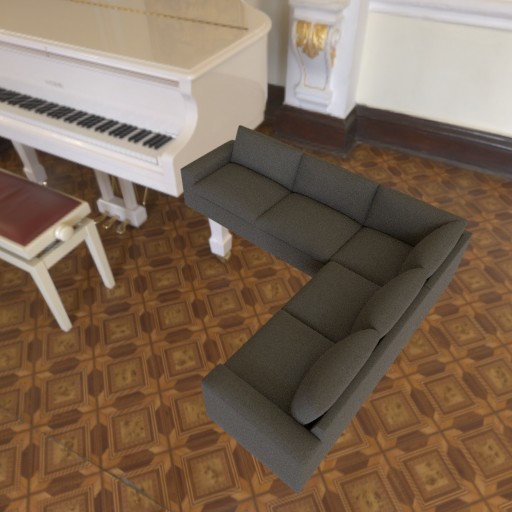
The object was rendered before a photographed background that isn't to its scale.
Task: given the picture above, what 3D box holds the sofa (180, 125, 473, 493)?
[{"bbox_3d":[0.000,0.000,4.609,3.277,0.965,2.895,31,52,28],"label":"sofa"}]
